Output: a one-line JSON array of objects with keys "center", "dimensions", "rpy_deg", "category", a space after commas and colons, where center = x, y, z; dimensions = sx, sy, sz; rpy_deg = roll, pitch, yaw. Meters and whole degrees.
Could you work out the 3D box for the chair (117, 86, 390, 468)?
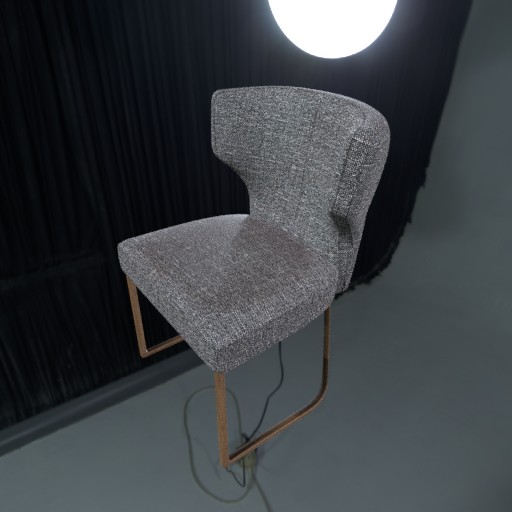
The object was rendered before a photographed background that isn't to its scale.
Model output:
[{"center": [0.000, 0.000, 1.258], "dimensions": [0.617, 0.824, 0.611], "rpy_deg": [-21, 36, -31], "category": "chair"}]
